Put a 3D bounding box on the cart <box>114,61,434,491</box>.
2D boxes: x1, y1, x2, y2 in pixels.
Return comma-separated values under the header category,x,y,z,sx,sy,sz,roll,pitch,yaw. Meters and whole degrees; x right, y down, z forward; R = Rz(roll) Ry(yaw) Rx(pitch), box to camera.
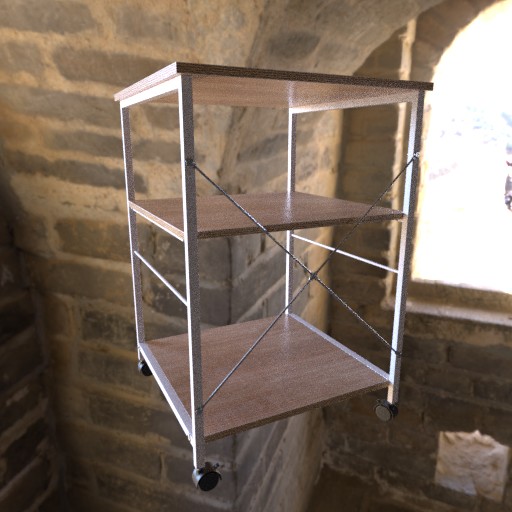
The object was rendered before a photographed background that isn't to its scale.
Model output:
category,x,y,z,sx,sy,sz,roll,pitch,yaw
cart,0.000,0.000,1.075,0.521,0.762,0.520,-7,16,-26
